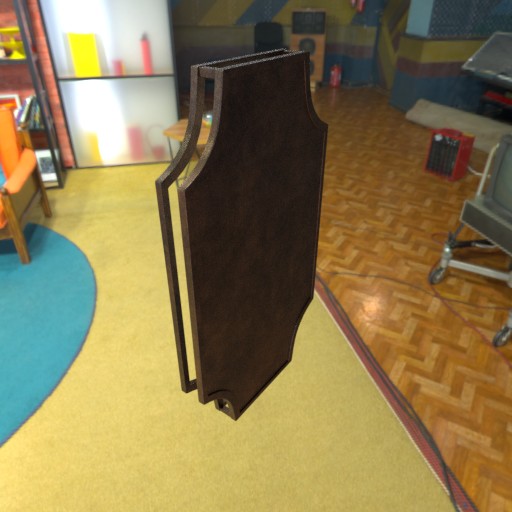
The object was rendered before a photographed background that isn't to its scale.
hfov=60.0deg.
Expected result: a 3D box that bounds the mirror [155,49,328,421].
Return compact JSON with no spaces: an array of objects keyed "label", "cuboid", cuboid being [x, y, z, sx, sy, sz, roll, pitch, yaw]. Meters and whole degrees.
[{"label":"mirror","cuboid":[0.000,0.000,0.985,0.066,0.811,0.462,21,38,30]}]
